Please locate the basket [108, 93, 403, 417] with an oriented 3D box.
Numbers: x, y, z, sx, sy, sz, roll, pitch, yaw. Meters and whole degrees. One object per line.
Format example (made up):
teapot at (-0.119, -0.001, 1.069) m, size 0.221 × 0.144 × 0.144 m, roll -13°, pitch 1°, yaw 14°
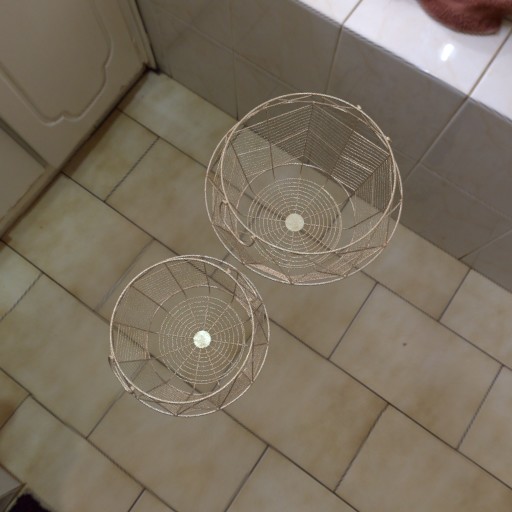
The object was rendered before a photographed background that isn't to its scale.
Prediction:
basket at (0.000, 0.000, 1.047) m, size 0.451 × 0.343 × 0.805 m, roll 37°, pitch 79°, yaw 9°
